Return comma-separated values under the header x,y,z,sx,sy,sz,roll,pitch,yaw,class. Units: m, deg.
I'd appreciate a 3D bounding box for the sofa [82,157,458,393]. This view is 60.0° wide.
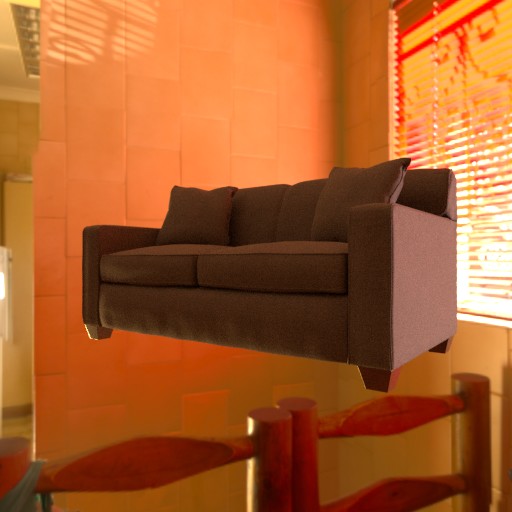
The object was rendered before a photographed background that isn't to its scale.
x,y,z,sx,sy,sz,roll,pitch,yaw,class
0.000,0.000,2.398,1.846,0.958,1.000,0,0,37,sofa
